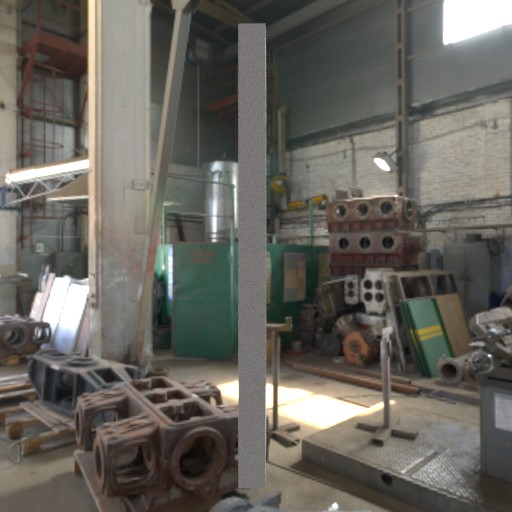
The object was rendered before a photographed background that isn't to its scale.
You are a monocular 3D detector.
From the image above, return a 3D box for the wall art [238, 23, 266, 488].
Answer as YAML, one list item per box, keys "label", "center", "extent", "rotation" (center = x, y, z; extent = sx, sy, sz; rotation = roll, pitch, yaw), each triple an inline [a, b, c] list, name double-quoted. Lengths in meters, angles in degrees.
- label: "wall art"
  center: [0.000, 0.000, 0.852]
  extent: [0.038, 0.657, 0.450]
  rotation: [0, 0, 1]
